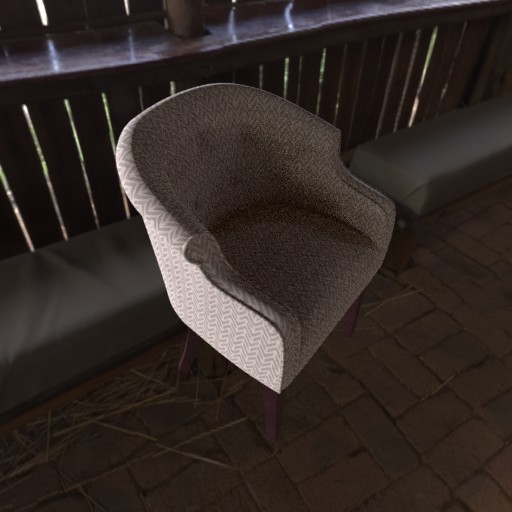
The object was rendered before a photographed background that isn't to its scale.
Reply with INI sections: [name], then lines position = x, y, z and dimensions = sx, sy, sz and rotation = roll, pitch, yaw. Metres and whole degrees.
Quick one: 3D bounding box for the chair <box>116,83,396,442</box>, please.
[chair]
position = 0.000, 0.000, 1.335
dimensions = 0.613, 0.858, 0.686
rotation = 26, 47, 27
